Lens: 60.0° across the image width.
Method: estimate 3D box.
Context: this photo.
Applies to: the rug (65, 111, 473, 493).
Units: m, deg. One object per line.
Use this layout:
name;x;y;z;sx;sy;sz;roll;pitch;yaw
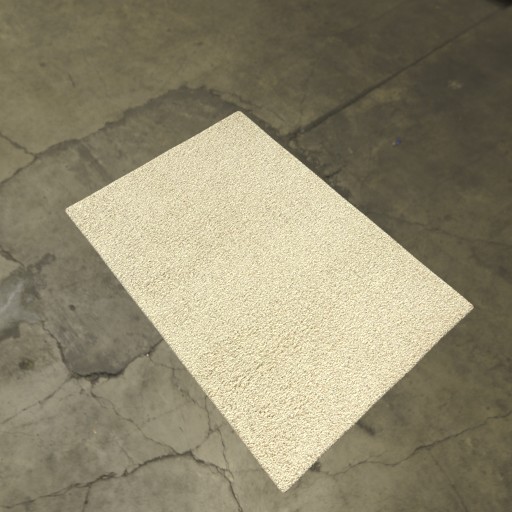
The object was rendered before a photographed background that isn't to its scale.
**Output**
rug;0.000;0.000;2.257;1.219;0.030;1.778;-36;65;-19
